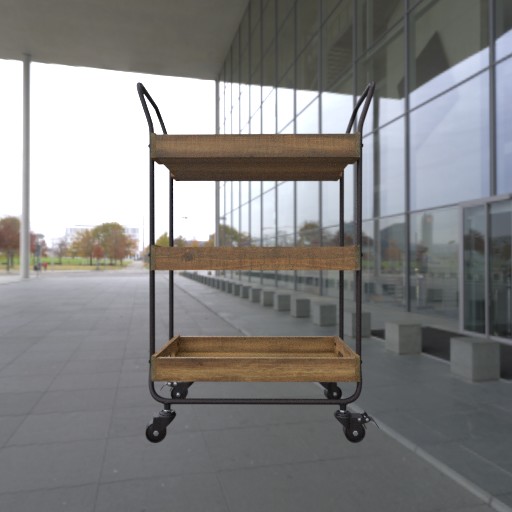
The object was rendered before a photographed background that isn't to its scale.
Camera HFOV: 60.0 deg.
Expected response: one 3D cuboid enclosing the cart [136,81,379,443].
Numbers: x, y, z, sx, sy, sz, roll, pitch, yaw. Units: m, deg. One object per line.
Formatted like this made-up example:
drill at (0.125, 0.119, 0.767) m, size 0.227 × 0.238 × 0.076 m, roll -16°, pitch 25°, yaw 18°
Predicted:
cart at (0.000, 0.000, 1.177) m, size 0.583 × 0.857 × 0.339 m, roll 0°, pitch -1°, yaw 1°
